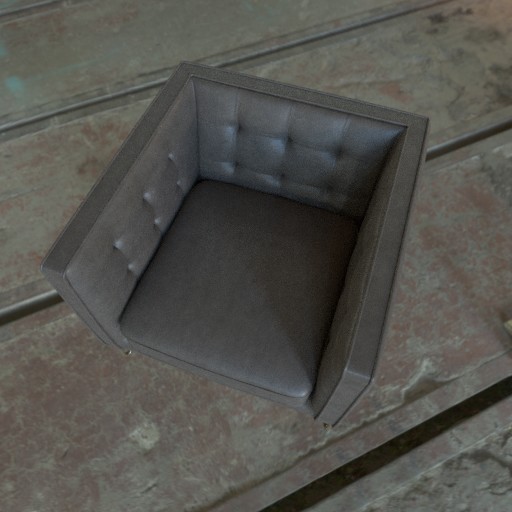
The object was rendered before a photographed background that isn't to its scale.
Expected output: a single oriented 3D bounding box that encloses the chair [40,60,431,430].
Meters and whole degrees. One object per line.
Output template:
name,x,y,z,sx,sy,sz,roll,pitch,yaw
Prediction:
chair,0.000,0.000,1.559,0.880,0.790,0.894,17,61,10
